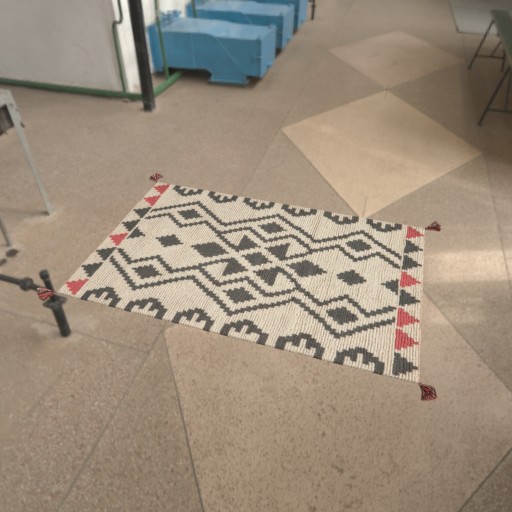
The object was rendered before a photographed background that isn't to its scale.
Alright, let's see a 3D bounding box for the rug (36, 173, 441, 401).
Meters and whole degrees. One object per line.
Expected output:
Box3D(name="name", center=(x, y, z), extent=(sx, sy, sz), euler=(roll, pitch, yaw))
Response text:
Box3D(name="rug", center=(0.000, 0.000, 3.349), extent=(2.672, 0.066, 1.741), euler=(12, 42, 13))
